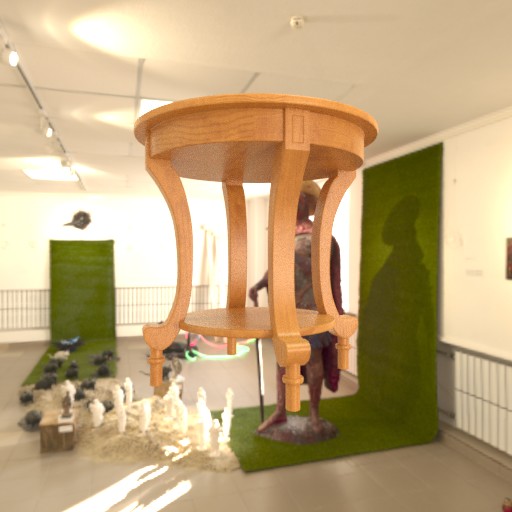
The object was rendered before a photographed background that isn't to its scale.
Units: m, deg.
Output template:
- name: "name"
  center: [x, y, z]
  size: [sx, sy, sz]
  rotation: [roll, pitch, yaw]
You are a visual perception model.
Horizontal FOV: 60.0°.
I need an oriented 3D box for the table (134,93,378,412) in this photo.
- name: "table"
  center: [0.000, 0.000, 1.125]
  size: [0.597, 0.612, 0.597]
  rotation: [0, 1, 0]
